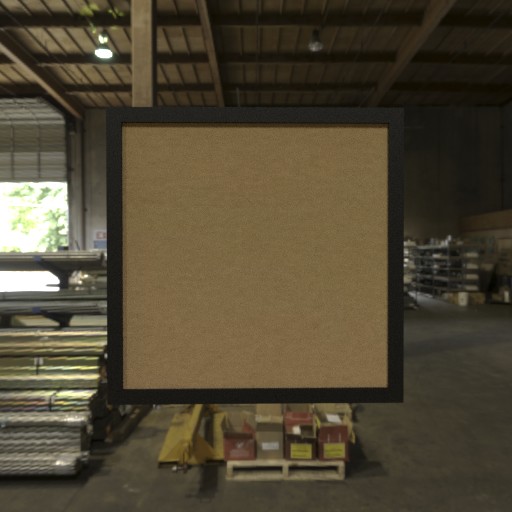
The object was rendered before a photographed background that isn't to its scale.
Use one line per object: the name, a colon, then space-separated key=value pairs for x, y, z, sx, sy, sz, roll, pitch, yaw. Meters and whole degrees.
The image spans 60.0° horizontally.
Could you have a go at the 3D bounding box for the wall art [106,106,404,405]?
wall art: x=0.000 y=0.000 z=0.537 sx=0.356 sy=0.356 sz=0.013 roll=0 pitch=1 yaw=-1
